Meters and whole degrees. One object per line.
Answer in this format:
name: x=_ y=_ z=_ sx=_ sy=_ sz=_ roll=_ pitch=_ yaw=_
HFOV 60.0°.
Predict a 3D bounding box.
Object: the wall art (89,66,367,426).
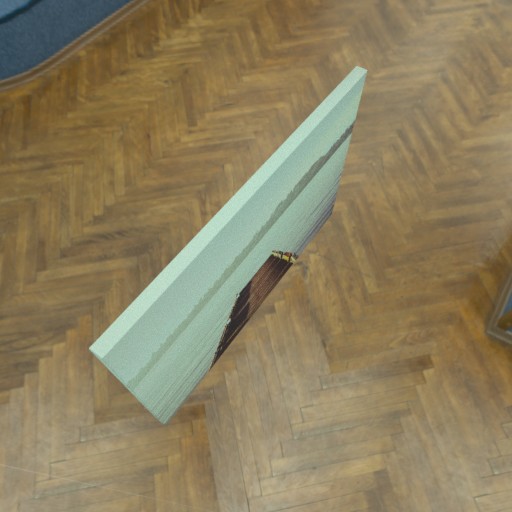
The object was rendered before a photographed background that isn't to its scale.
wall art: x=0.000 y=0.000 z=1.491 sx=0.040 sy=0.765 sz=1.149 roll=32 pitch=64 yaw=17
